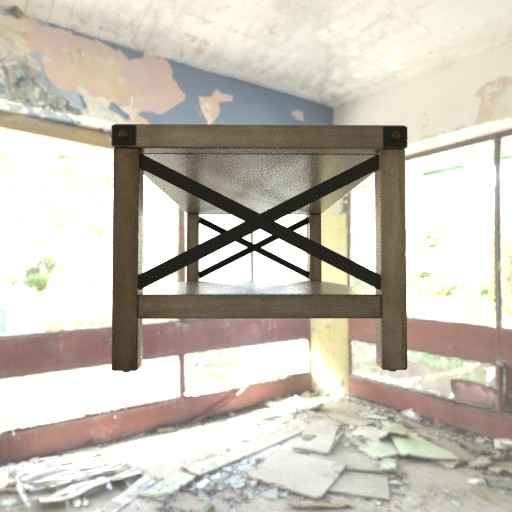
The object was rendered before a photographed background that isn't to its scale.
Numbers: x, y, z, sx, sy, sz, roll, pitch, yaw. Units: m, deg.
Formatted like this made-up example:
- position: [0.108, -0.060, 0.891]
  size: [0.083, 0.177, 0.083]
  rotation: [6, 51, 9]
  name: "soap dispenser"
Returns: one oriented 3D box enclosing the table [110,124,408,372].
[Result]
- position: [0.000, 0.000, 1.307]
  size: [0.559, 0.456, 1.016]
  rotation: [0, -2, -1]
  name: "table"
